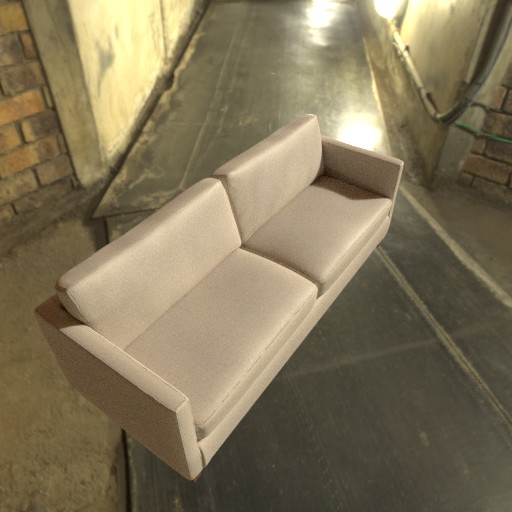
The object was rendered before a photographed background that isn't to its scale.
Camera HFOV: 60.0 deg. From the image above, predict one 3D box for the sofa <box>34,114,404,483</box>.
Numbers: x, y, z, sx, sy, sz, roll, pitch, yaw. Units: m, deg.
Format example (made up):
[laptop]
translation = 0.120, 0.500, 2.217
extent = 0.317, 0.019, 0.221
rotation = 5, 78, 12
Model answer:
[sofa]
translation = 0.000, 0.000, 2.766
extent = 0.951, 0.968, 2.361
rotation = 25, 48, 26
